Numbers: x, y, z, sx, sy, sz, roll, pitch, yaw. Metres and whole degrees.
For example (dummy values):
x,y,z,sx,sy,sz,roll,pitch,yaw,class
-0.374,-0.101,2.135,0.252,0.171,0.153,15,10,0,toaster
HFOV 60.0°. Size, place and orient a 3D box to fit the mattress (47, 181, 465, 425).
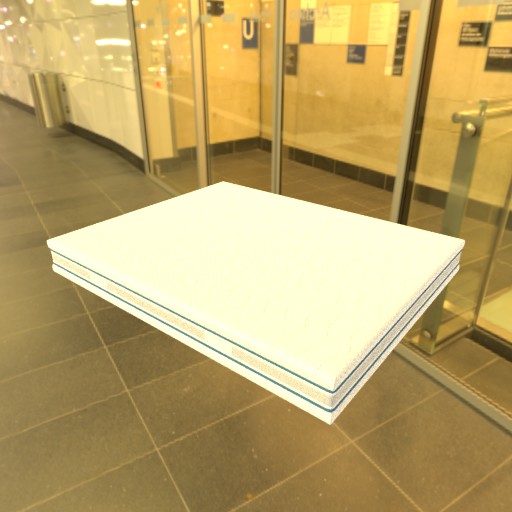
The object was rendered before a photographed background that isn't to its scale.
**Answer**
x,y,z,sx,sy,sz,roll,pitch,yaw,class
0.000,0.000,2.749,2.000,0.230,1.600,19,32,34,mattress
